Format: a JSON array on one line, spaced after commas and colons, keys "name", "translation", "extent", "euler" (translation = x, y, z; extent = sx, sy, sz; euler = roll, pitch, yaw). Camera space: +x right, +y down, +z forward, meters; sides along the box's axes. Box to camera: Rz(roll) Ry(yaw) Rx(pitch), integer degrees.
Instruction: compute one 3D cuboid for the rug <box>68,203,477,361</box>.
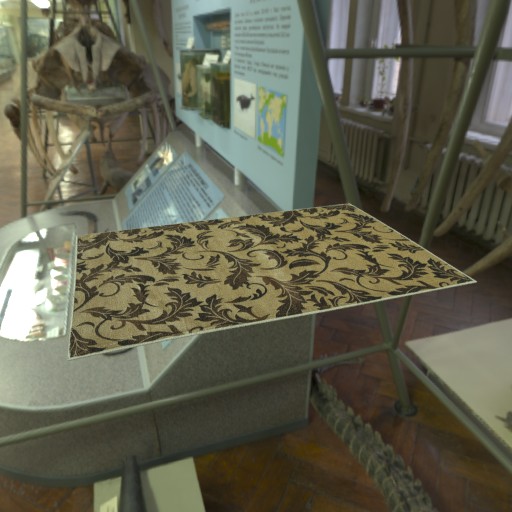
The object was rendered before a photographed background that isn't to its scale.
[{"name": "rug", "translation": [0.000, 0.000, 2.951], "extent": [2.284, 0.008, 1.522], "euler": [-8, 27, -17]}]
